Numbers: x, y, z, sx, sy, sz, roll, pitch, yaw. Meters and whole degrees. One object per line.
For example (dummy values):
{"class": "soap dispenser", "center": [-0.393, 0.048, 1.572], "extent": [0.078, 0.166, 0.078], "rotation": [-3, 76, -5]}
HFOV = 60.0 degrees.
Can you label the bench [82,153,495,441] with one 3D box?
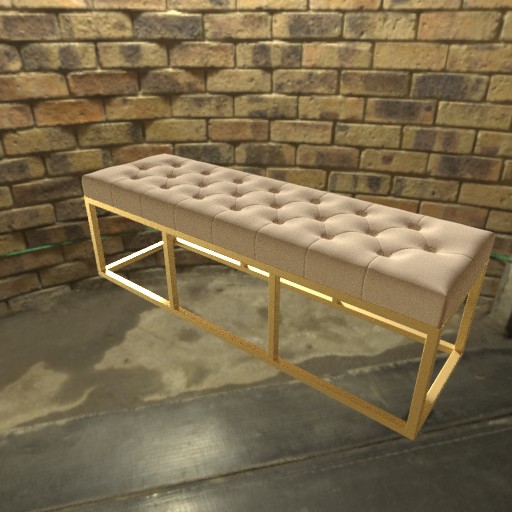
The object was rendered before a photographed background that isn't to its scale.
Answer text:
{"class": "bench", "center": [0.000, 0.000, 1.667], "extent": [1.473, 0.484, 0.457], "rotation": [20, 34, 33]}
